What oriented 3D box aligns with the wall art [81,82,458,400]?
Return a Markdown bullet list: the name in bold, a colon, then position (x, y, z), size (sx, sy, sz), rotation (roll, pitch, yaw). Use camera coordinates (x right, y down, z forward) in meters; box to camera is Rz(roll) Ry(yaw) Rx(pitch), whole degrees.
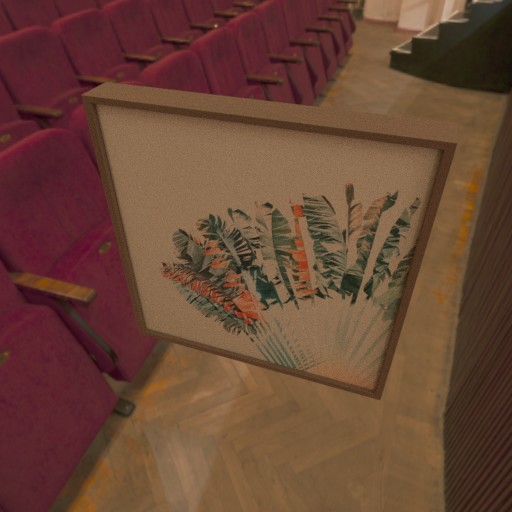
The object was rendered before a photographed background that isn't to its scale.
- **wall art**: position (0.000, 0.000, 0.450), size (0.304, 0.303, 0.038), rotation (12, 40, 15)
